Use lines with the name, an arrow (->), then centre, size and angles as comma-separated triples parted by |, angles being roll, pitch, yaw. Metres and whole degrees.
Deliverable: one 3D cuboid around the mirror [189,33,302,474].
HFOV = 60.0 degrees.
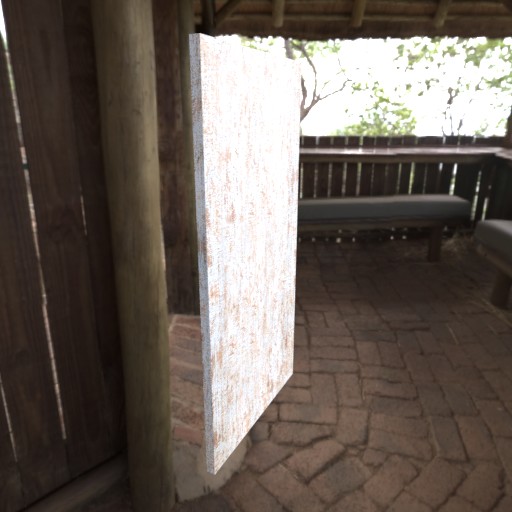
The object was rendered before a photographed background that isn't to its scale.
mirror -> 0.000, 0.000, 1.090 | 0.027, 0.922, 0.472 | 9, 19, 25
